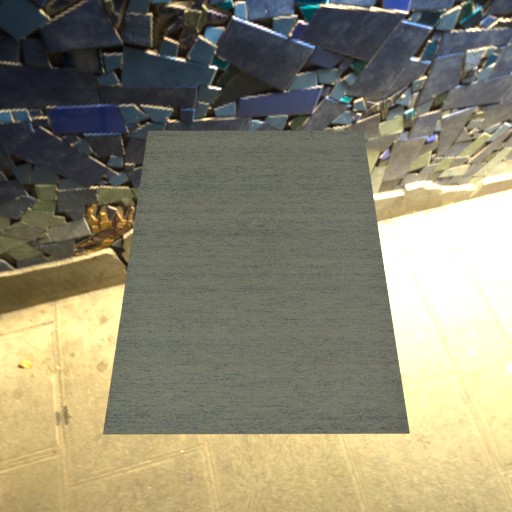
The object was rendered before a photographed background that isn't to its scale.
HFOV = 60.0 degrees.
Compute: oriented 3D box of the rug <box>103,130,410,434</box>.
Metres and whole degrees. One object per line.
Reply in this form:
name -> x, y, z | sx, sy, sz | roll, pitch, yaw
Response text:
rug -> 0.000, 0.000, 4.266 | 2.438, 0.006, 3.197 | 0, 62, 0
